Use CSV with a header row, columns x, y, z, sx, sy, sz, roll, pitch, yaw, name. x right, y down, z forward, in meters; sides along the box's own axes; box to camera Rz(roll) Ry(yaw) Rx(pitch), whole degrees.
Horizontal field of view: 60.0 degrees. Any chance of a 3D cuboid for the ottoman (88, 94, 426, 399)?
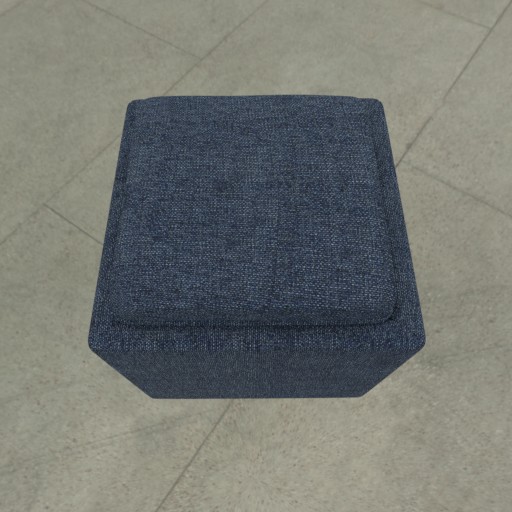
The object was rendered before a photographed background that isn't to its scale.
x,y,z,sx,sy,sz,roll,pitch,yaw,name
0.000,0.000,0.828,0.450,0.460,0.450,0,63,0,ottoman
